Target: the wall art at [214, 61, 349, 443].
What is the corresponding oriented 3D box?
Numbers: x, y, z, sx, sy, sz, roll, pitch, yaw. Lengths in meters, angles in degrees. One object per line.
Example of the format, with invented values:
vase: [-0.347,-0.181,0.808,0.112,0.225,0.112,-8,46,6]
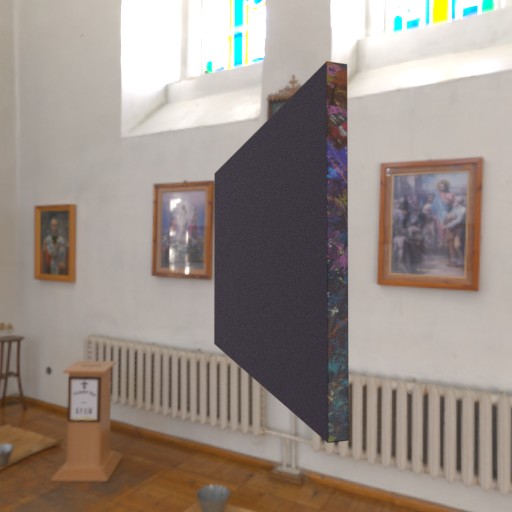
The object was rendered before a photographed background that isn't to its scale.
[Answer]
wall art: [0.000,0.000,1.141,0.037,0.604,0.908,0,-1,-17]
